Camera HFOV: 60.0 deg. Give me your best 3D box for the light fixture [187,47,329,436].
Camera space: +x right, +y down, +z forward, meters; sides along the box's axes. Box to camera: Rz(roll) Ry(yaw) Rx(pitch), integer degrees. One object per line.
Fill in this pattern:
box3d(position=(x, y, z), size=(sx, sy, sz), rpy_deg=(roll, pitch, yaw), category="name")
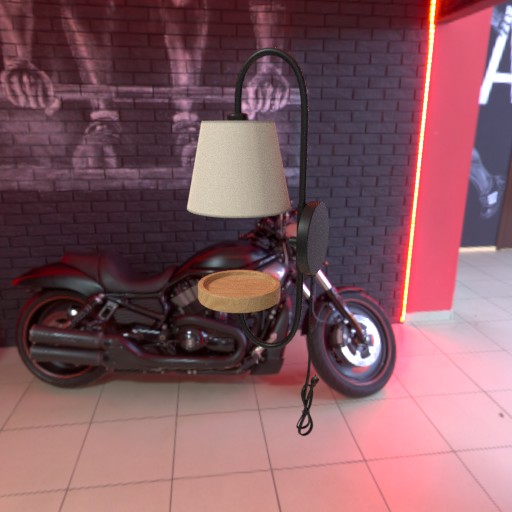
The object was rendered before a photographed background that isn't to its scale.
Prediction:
box3d(position=(0.000, 0.000, 0.957), size=(0.299, 0.821, 0.220), rpy_deg=(8, 18, 24), category="light fixture")
